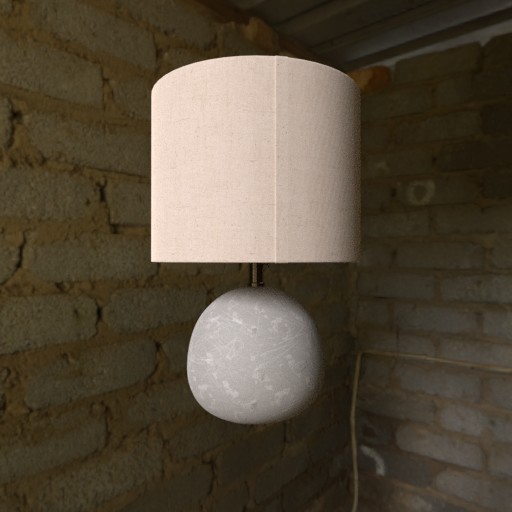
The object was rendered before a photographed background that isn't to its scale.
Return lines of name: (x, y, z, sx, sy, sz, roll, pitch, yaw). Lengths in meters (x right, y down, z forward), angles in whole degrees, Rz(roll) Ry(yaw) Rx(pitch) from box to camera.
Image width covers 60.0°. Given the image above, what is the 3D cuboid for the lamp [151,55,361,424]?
lamp: (0.000, 0.000, 0.585, 0.269, 0.409, 0.269, 0, 0, 0)
